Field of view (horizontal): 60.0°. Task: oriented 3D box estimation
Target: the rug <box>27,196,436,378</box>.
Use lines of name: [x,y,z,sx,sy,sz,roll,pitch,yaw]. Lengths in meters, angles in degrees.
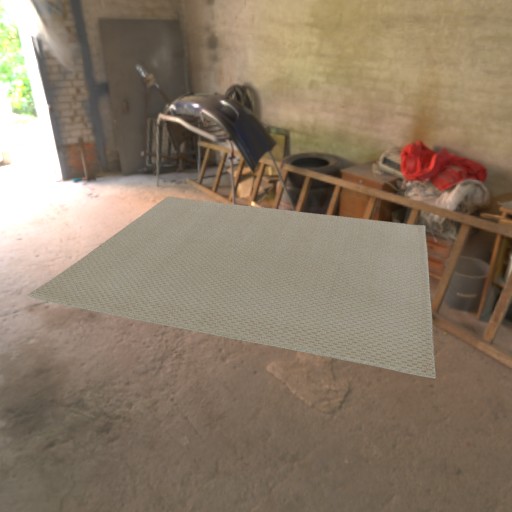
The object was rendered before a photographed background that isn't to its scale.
rug: [0.000,0.000,3.907,2.897,0.035,2.277,8,29,15]
